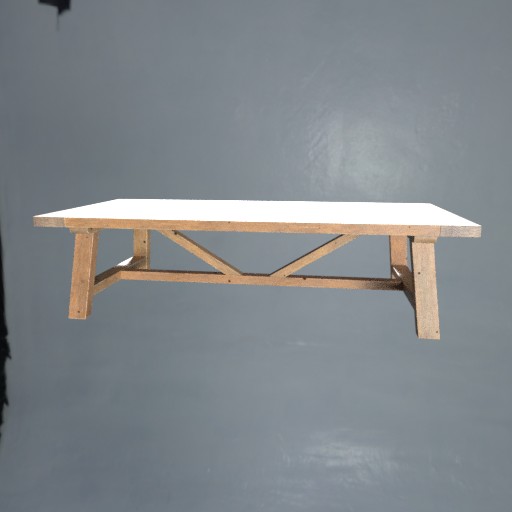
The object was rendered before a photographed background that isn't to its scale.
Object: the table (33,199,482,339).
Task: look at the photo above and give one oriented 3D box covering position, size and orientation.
[{"bbox_3d":[0.000,0.000,2.204,1.800,0.465,0.820,2,13,8],"label":"table"}]
